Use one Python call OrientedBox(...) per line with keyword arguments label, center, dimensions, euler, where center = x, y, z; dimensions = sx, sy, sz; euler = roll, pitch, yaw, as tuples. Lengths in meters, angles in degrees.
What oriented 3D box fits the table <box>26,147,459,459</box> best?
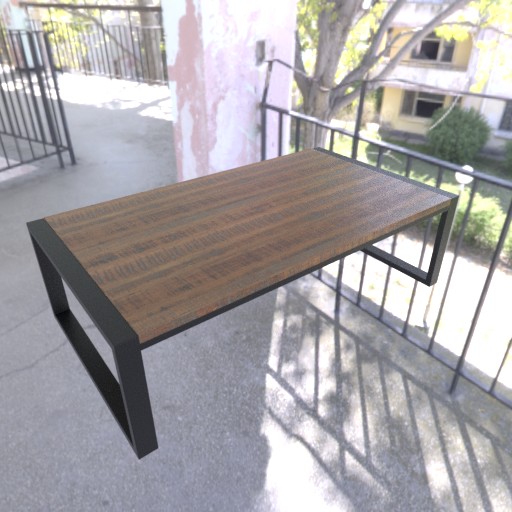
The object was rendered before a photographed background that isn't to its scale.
OrientedBox(label="table", center=(0.000, 0.000, 1.670), dimensions=(1.350, 0.400, 0.750), euler=(-22, 37, -31))
